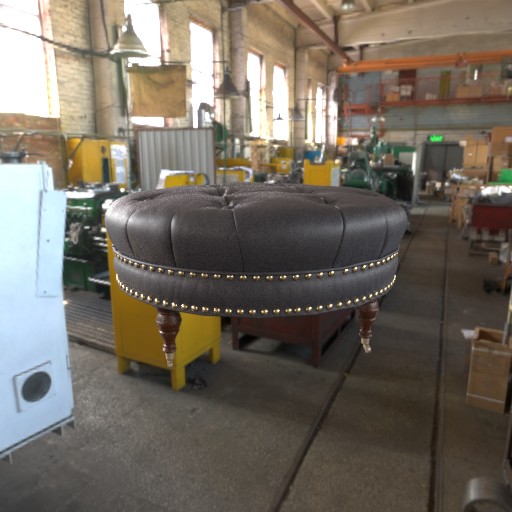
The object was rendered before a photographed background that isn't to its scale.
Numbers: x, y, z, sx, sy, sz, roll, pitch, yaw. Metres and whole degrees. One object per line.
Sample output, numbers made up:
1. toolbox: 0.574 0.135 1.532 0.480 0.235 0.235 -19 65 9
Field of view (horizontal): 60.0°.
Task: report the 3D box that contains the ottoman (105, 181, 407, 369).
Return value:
1. ottoman: 0.000 0.000 1.400 0.901 0.439 0.901 0 13 0
